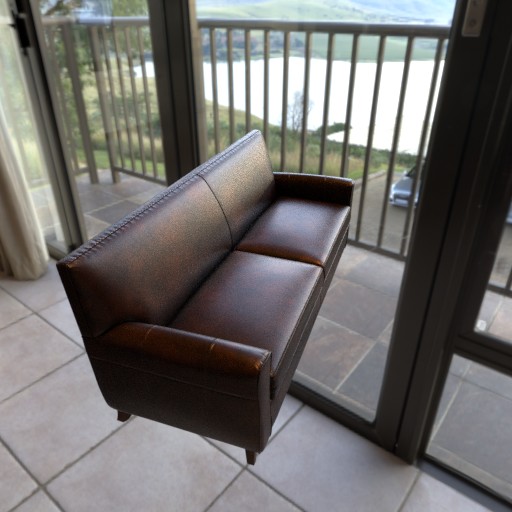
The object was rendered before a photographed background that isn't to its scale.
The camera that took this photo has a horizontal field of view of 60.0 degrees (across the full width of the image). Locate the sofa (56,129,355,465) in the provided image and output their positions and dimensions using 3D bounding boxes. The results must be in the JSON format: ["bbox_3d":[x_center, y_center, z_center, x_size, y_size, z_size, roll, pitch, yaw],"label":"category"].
[{"bbox_3d":[0.000,0.000,2.457,0.786,0.871,1.995,10,31,17],"label":"sofa"}]
